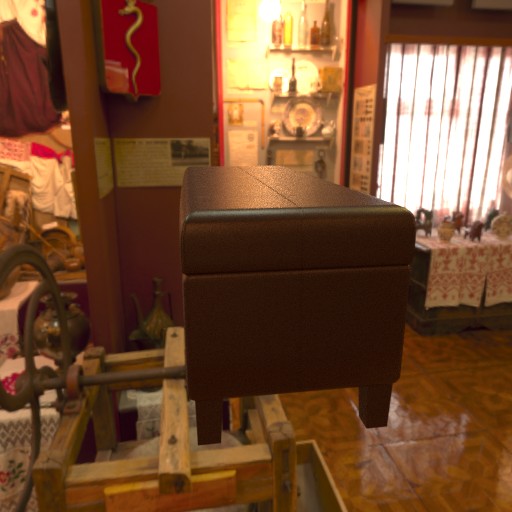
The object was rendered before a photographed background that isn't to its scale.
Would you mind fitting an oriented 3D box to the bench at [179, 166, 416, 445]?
[{"bbox_3d":[0.000,0.000,1.324,0.429,0.457,1.092,-2,16,-8],"label":"bench"}]
